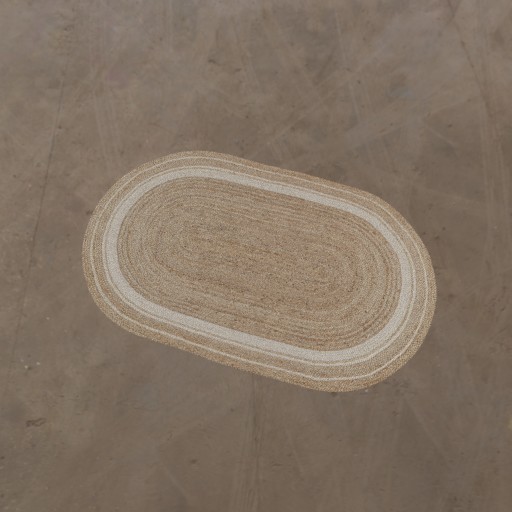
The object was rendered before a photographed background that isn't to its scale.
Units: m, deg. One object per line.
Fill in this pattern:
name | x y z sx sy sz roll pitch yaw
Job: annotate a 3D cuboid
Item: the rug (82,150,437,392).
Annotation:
rug | 0.000 0.000 3.025 2.432 0.006 1.520 16 65 7
